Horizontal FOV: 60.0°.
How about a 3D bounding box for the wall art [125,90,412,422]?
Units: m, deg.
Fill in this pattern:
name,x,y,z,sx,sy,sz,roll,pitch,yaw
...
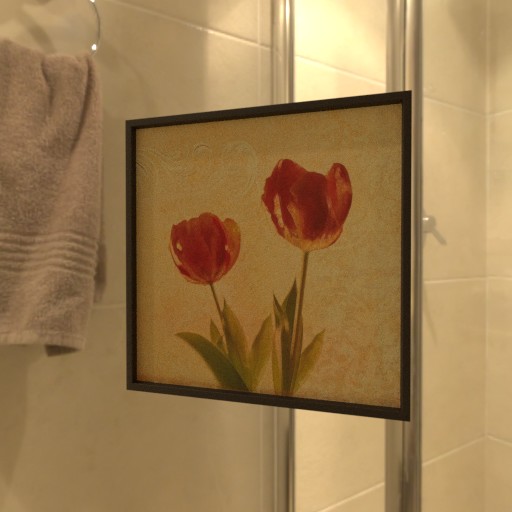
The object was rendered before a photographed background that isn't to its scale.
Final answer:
name,x,y,z,sx,sy,sz,roll,pitch,yaw
wall art,0.000,0.000,1.220,0.805,0.807,0.043,0,1,18
